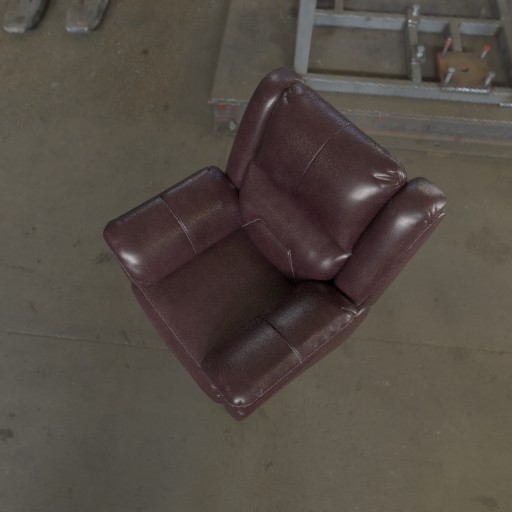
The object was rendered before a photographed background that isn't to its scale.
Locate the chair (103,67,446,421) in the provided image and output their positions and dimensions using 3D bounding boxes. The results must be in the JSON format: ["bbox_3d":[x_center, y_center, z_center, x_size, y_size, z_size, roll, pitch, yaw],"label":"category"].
[{"bbox_3d":[0.000,0.000,1.945,1.041,1.093,0.990,-36,68,-17],"label":"chair"}]
